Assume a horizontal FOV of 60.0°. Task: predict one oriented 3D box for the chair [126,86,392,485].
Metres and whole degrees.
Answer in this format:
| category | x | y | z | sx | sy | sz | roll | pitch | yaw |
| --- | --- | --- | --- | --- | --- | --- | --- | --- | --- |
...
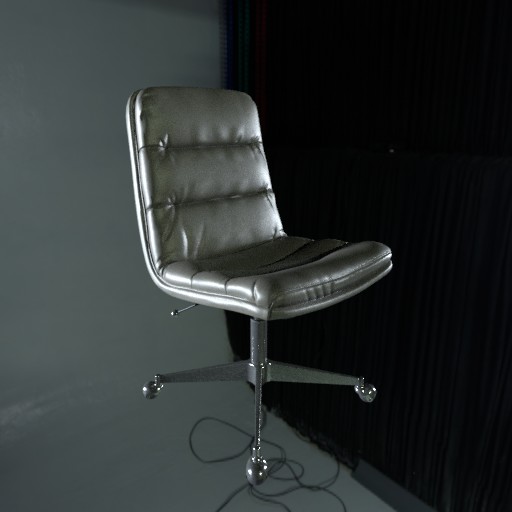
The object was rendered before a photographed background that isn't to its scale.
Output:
| category | x | y | z | sx | sy | sz | roll | pitch | yaw |
| --- | --- | --- | --- | --- | --- | --- | --- | --- | --- |
| chair | 0.000 | 0.000 | 1.004 | 0.422 | 0.738 | 0.485 | -16 | 23 | -42 |
